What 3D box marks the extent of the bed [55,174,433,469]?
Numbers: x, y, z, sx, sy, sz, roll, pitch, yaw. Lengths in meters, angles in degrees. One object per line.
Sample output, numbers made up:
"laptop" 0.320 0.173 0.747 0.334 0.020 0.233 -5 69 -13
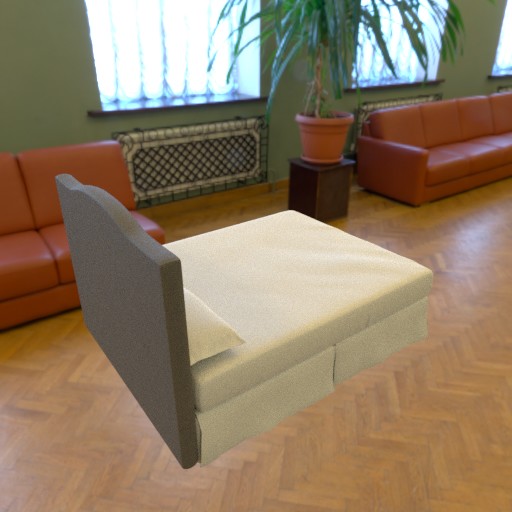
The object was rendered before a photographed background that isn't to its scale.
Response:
"bed" 0.000 0.000 3.403 2.282 1.436 1.821 -18 32 -32
